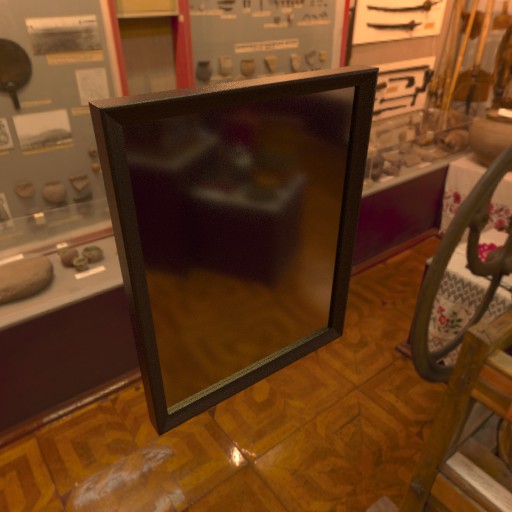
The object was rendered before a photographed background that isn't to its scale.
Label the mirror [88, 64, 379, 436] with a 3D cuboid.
[{"bbox_3d":[0.000,0.000,0.683,0.406,0.509,0.041,-21,37,-30],"label":"mirror"}]
